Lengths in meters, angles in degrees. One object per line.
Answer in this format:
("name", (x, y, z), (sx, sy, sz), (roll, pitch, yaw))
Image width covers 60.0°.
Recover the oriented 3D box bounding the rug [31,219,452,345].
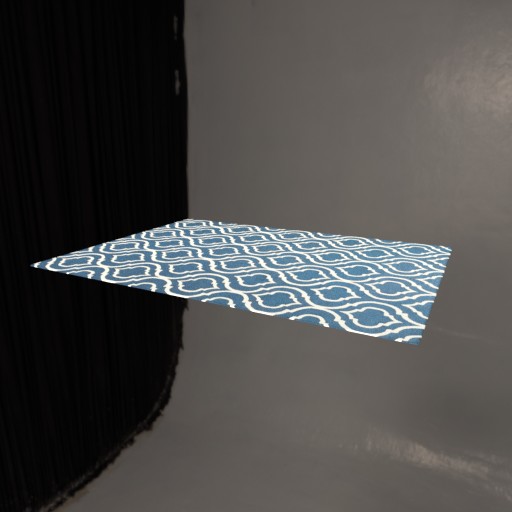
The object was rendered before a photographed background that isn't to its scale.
("rug", (0.000, 0.000, 4.315), (3.353, 0.010, 2.438), (8, 18, 26))
